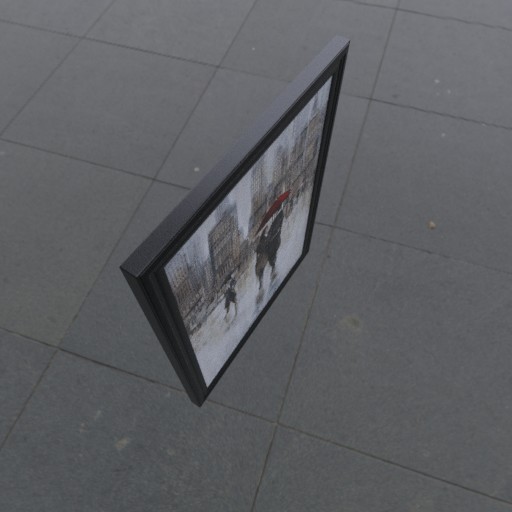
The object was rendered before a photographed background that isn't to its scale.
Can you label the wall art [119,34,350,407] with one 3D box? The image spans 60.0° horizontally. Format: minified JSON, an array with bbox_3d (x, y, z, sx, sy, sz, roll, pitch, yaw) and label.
[{"bbox_3d":[0.000,0.000,1.617,0.053,1.194,0.950,29,63,16],"label":"wall art"}]
